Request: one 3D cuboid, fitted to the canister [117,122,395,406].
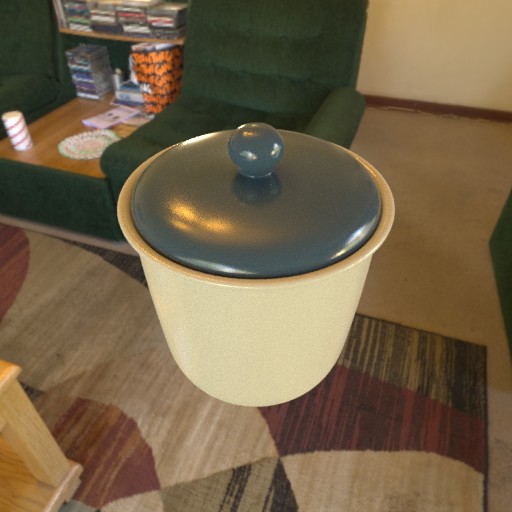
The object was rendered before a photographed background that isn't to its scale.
[{"bbox_3d":[0.000,0.000,0.336,0.182,0.208,0.182,0,41,0],"label":"canister"}]
